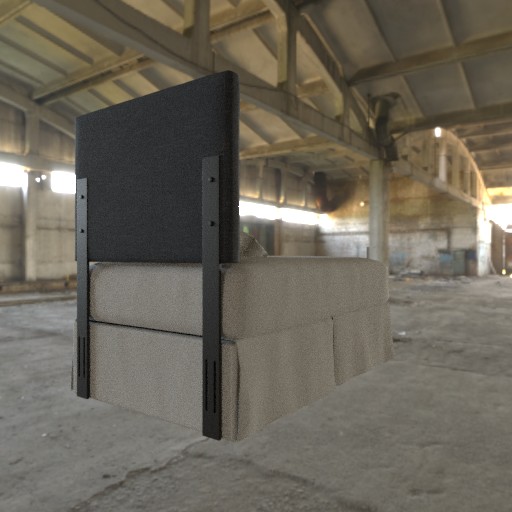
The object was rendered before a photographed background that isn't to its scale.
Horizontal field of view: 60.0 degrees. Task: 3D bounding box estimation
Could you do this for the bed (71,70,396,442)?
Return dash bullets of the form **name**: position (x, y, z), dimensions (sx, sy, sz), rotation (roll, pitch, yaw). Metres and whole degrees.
- **bed**: position (0.000, 0.000, 2.974), dimensions (1.261, 1.571, 1.997), rotation (0, 0, 35)
